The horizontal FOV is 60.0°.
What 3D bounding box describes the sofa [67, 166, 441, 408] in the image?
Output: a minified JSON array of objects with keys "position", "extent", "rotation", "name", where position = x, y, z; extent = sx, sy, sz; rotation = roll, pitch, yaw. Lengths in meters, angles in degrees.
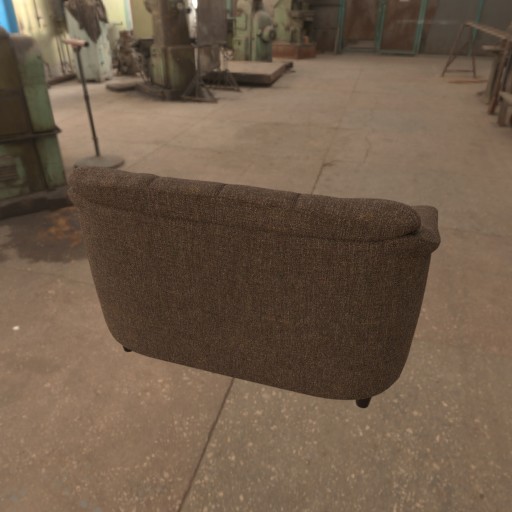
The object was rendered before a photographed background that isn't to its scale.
[{"position":[0.000,0.000,1.892],"extent":[1.404,0.895,0.799],"rotation":[9,32,15],"name":"sofa"}]
